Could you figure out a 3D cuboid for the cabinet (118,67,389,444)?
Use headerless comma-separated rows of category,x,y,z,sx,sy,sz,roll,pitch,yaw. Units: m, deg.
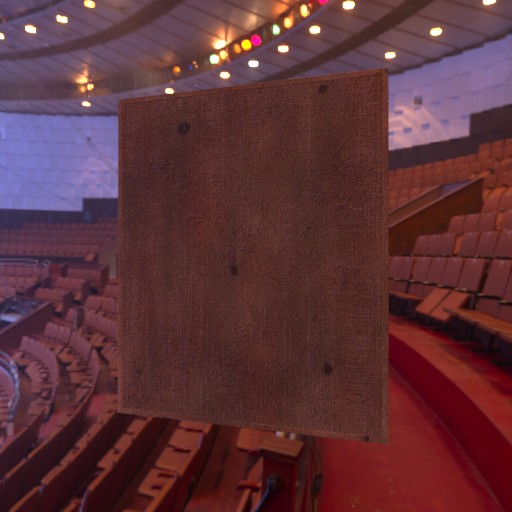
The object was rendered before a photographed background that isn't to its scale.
cabinet,0.000,0.000,0.852,0.489,0.590,0.184,0,0,17
